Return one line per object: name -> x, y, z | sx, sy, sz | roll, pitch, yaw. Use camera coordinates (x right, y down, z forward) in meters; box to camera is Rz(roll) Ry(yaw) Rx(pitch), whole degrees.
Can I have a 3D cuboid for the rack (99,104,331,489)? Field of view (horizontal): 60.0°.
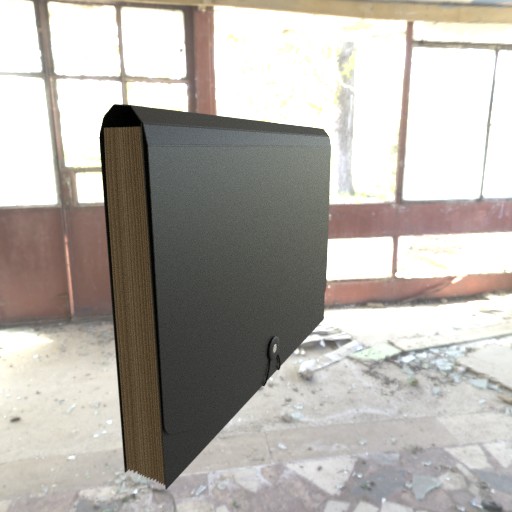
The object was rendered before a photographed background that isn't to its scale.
rack -> 0.000, 0.000, 0.411 | 0.041, 0.241, 0.330 | 7, 15, 26
